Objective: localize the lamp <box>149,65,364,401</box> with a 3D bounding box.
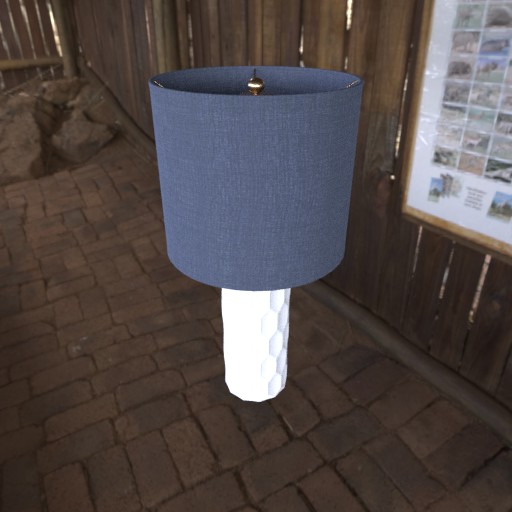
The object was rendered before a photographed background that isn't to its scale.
[{"bbox_3d":[0.000,0.000,0.712,0.277,0.537,0.277,21,35,32],"label":"lamp"}]
